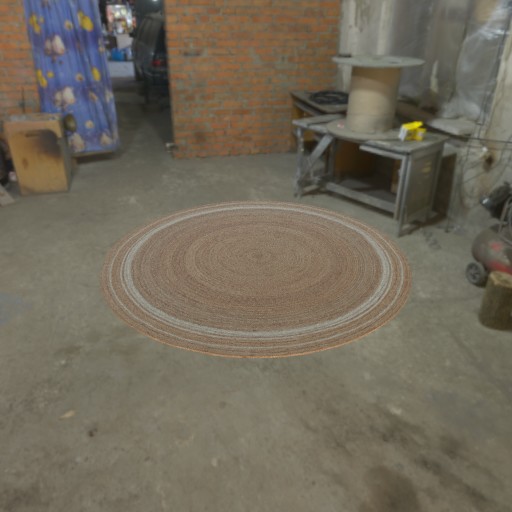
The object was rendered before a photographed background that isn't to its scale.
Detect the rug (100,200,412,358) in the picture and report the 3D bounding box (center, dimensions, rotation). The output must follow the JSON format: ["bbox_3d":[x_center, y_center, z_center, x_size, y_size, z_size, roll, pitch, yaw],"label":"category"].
[{"bbox_3d":[0.000,0.000,3.630,2.444,0.015,2.444,0,29,0],"label":"rug"}]
